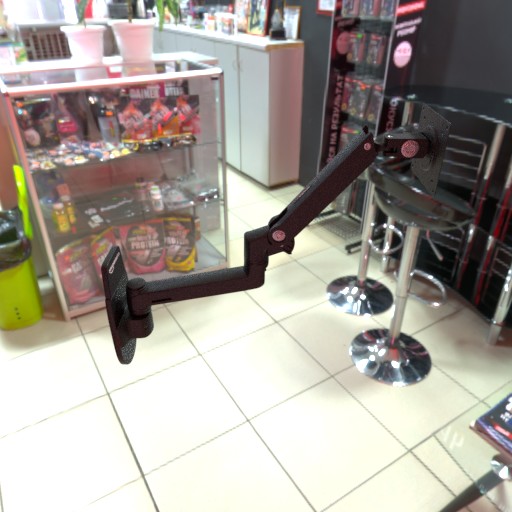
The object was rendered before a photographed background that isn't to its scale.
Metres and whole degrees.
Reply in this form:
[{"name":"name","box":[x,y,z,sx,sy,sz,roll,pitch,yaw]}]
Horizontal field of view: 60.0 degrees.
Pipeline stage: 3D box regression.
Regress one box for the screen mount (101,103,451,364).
[{"name":"screen mount","box":[0.000,0.000,0.732,0.495,0.466,0.115,0,32,1]}]
